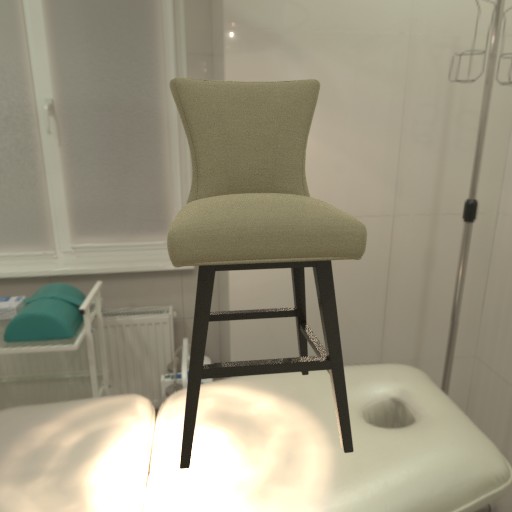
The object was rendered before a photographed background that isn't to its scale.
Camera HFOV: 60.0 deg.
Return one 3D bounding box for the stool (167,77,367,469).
[{"bbox_3d":[0.000,0.000,1.402,0.514,1.086,0.574,-2,17,-7],"label":"stool"}]
